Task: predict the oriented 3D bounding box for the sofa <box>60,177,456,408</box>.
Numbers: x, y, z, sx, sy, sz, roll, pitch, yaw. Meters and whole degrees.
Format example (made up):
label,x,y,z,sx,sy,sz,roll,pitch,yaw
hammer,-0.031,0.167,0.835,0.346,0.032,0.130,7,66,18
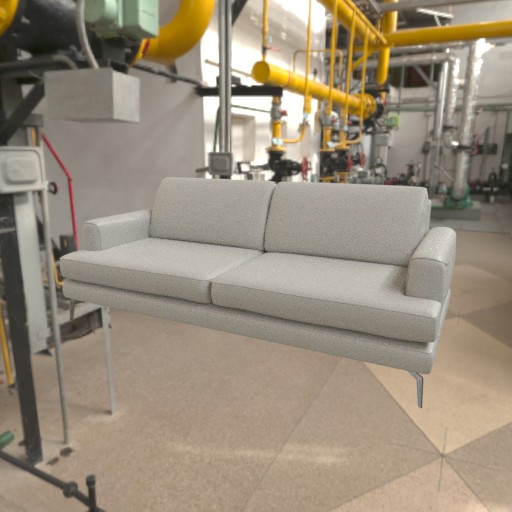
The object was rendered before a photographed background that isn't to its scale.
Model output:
label,x,y,z,sx,sy,sz,roll,pitch,yaw
sofa,0.000,0.000,2.394,1.940,0.765,0.974,7,16,26
